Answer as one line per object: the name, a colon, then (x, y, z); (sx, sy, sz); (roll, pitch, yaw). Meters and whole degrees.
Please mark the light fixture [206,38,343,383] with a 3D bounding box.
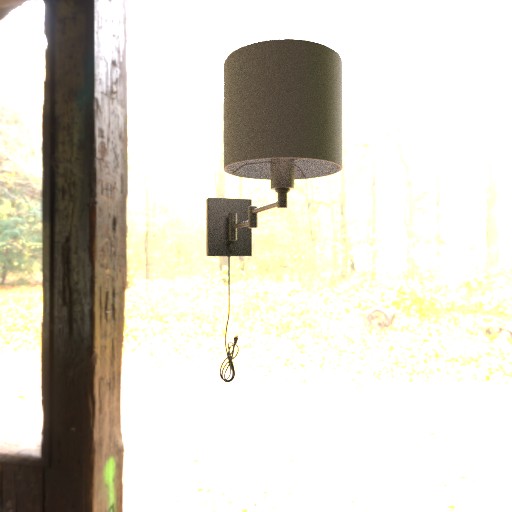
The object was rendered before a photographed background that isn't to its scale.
light fixture: (0.000, 0.000, 0.914); (0.203, 0.651, 0.516); (0, 0, -17)
